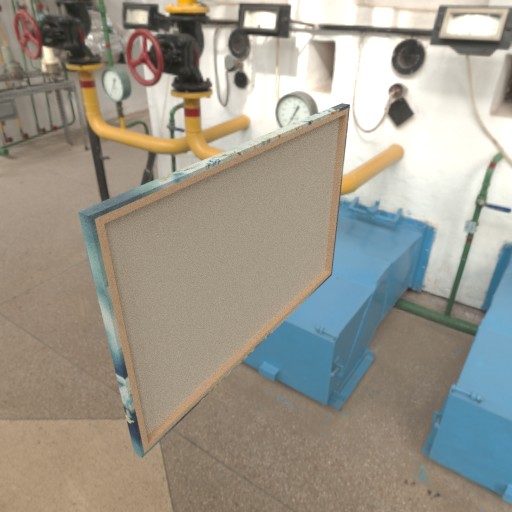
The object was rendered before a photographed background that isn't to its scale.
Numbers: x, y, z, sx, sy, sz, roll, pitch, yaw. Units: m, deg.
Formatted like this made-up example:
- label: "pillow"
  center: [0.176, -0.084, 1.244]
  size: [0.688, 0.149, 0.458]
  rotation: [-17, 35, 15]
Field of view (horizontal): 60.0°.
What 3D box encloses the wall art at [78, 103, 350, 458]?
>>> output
- label: "wall art"
  center: [0.000, 0.000, 1.450]
  size: [0.035, 0.759, 1.138]
  rotation: [21, 37, 30]
